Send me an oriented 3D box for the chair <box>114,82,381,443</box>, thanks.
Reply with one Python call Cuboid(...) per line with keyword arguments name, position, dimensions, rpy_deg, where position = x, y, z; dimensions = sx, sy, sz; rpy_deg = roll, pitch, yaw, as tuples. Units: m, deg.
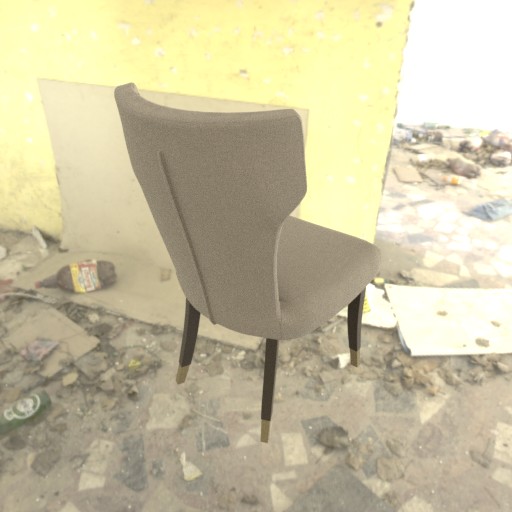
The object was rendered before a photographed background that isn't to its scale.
Cuboid(name="chair", position=(0.000, 0.000, 1.278), dimensions=(0.526, 0.950, 0.630), rpy_deg=(22, 37, 32))
